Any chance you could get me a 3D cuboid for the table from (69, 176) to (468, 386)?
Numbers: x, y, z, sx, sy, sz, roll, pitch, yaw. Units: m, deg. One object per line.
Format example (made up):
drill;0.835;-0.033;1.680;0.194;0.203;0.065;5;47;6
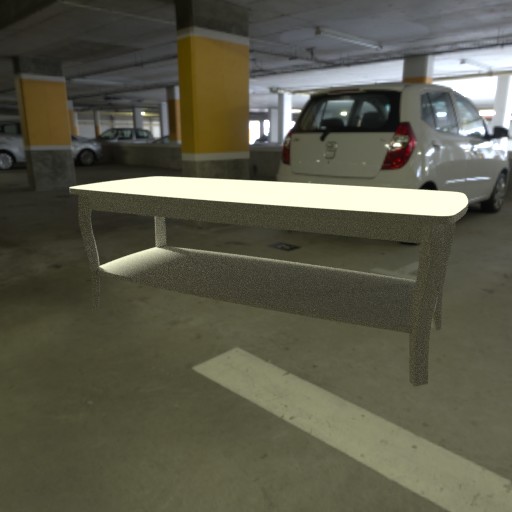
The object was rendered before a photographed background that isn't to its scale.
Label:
table;0.000;0.000;1.596;1.334;0.474;0.561;8;17;26
